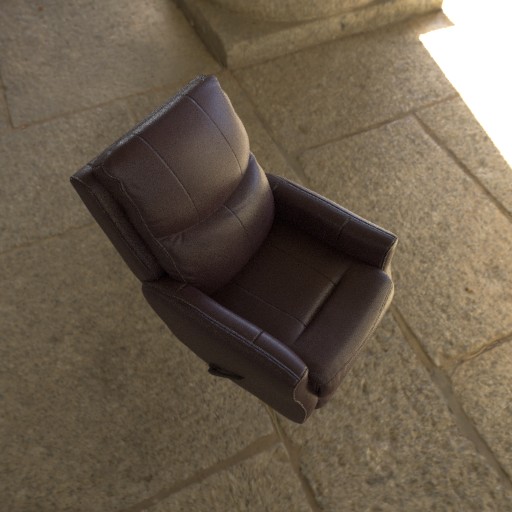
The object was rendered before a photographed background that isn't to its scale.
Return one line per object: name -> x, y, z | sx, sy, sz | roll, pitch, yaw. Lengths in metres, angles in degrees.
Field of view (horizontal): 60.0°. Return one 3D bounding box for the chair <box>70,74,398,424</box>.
chair -> 0.000, 0.000, 1.793 | 1.080, 1.030, 0.829 | 32, 64, 18
